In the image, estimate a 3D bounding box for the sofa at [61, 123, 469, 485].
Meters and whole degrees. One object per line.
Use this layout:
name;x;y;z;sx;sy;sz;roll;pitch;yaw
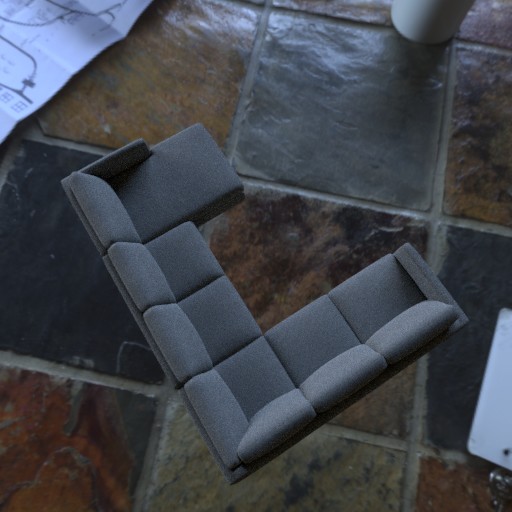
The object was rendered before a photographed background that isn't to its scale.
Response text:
sofa;0.000;0.000;4.391;2.551;0.853;3.238;-31;76;-9
